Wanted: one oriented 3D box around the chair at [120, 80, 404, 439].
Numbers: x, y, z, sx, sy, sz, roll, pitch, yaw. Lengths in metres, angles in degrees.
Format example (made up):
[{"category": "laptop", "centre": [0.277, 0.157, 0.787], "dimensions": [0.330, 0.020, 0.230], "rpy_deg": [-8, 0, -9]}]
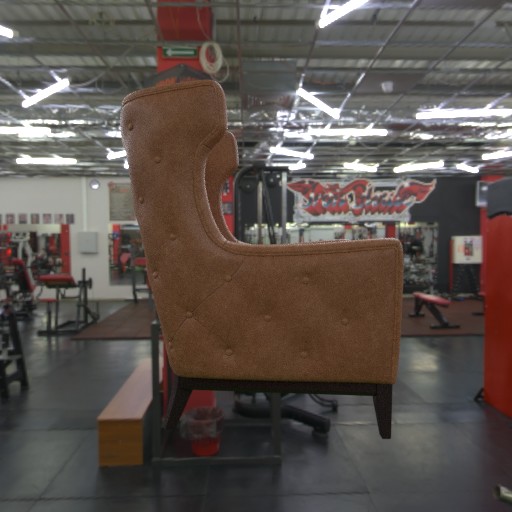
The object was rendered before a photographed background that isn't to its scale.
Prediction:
[{"category": "chair", "centre": [0.000, 0.000, 1.668], "dimensions": [0.899, 1.079, 0.766], "rpy_deg": [0, 2, 1]}]
